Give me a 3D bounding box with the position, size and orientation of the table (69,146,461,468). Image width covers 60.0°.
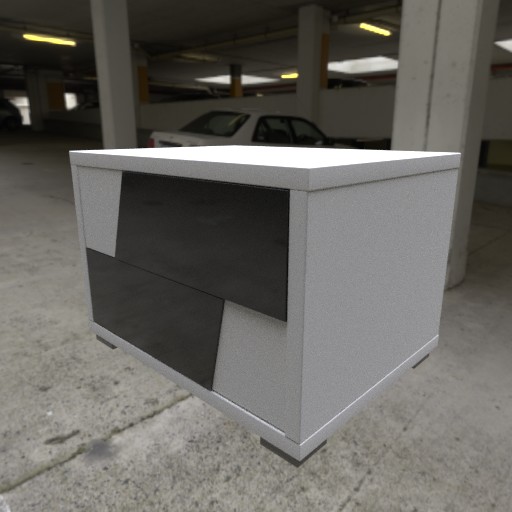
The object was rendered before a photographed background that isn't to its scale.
[{"bbox_3d":[0.000,0.000,0.782,0.517,0.357,0.399,15,21,42],"label":"table"}]
